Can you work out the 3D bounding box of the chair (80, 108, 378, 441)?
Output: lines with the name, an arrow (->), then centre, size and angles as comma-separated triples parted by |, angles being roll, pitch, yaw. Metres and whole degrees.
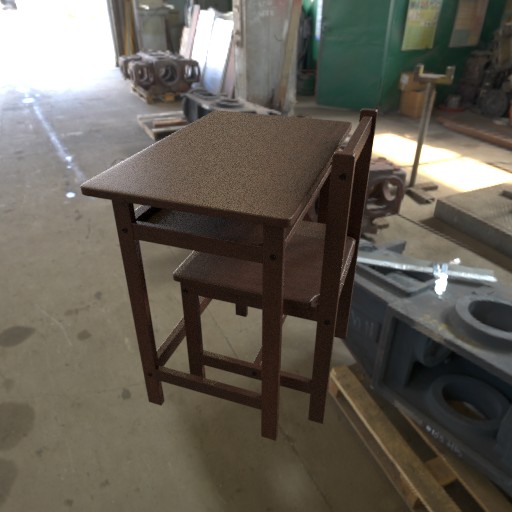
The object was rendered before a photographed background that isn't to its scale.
chair -> 0.000, 0.000, 1.101 | 0.463, 0.673, 0.599 | 10, 33, 17
